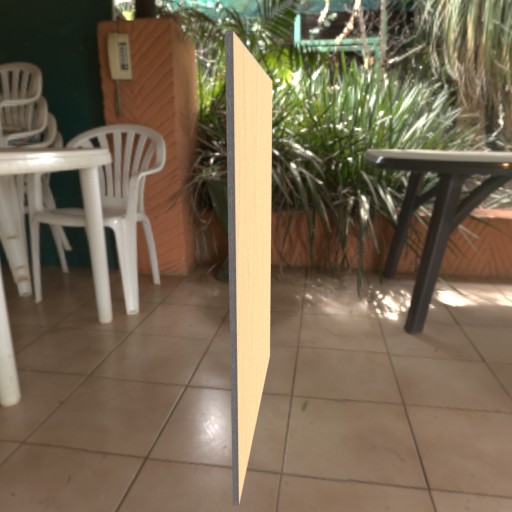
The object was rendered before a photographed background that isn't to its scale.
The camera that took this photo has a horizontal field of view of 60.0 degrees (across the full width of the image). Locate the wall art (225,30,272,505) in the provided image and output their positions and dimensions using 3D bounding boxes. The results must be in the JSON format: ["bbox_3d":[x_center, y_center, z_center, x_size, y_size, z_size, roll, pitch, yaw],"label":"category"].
[{"bbox_3d":[0.000,0.000,1.387,0.016,1.116,0.810,2,15,7],"label":"wall art"}]
